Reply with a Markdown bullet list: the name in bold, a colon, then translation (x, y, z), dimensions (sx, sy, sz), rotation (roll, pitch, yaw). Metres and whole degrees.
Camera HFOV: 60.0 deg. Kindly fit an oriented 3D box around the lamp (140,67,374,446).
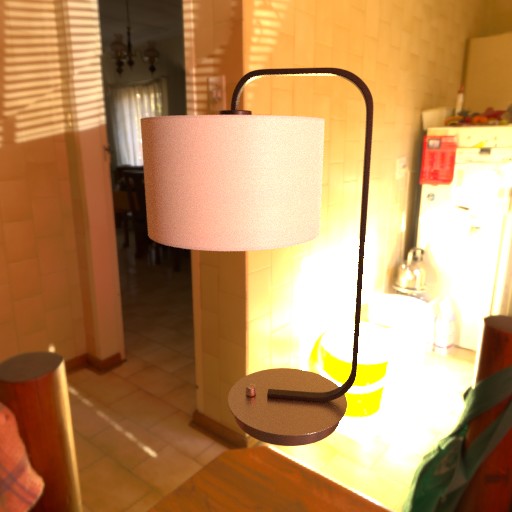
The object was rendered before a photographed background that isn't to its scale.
- **lamp**: translation (0.000, 0.000, 0.605), dimensions (0.288, 0.473, 0.230), rotation (2, 15, 8)
